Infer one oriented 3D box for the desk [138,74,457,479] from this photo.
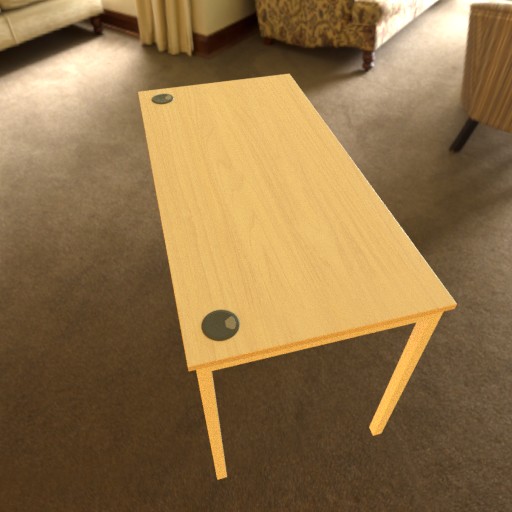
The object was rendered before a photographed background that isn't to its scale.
[{"bbox_3d":[0.000,0.000,1.596,0.600,0.750,1.200,-11,47,-10],"label":"desk"}]
